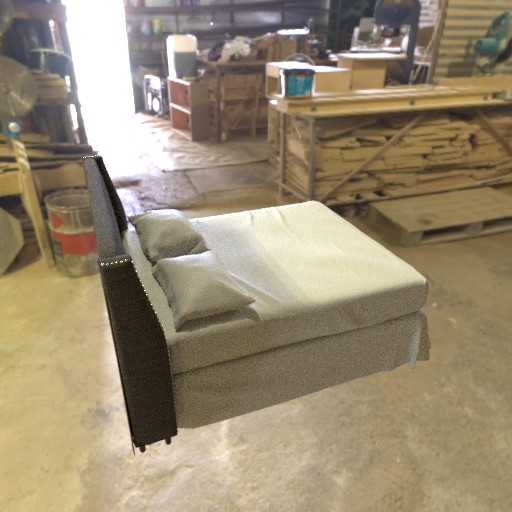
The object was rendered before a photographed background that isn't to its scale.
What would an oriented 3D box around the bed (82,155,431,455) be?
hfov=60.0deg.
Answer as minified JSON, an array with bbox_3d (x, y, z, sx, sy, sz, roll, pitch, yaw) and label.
[{"bbox_3d":[0.000,0.000,3.428,2.276,1.332,1.925,-10,30,-19],"label":"bed"}]
